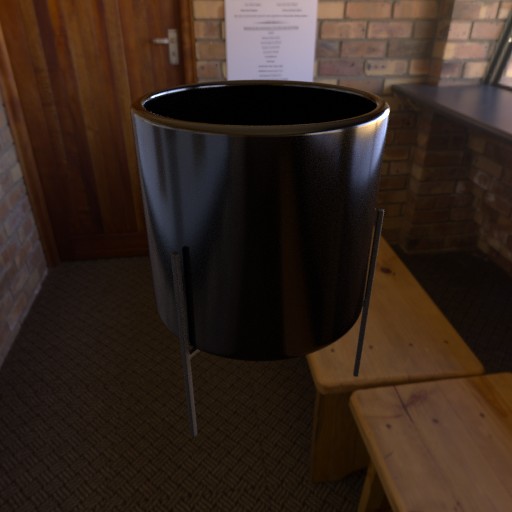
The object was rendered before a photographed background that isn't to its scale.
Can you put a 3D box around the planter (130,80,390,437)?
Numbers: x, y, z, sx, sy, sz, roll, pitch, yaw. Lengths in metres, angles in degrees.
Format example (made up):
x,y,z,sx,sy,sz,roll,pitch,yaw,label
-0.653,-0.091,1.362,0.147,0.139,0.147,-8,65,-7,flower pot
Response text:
x,y,z,sx,sy,sz,roll,pitch,yaw,label
0.000,0.000,0.632,0.310,0.432,0.310,-22,37,-34,planter
